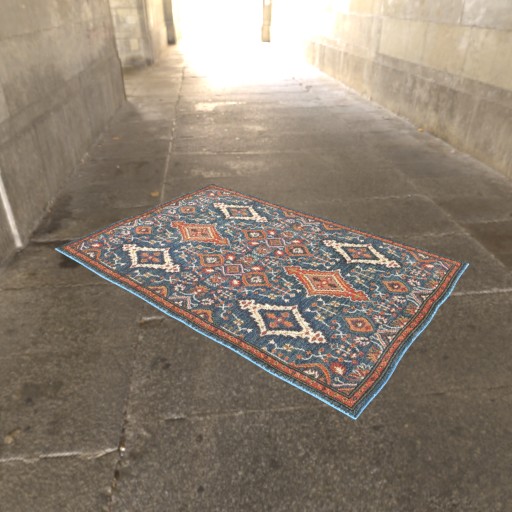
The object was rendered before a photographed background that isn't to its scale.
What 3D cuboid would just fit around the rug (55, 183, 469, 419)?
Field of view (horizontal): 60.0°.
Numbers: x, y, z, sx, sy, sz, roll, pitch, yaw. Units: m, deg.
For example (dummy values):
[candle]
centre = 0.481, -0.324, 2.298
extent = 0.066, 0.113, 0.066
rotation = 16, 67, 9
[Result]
[rug]
centre = 0.000, 0.000, 3.035
extent = 2.373, 0.009, 1.622
rotation = 22, 37, 32
